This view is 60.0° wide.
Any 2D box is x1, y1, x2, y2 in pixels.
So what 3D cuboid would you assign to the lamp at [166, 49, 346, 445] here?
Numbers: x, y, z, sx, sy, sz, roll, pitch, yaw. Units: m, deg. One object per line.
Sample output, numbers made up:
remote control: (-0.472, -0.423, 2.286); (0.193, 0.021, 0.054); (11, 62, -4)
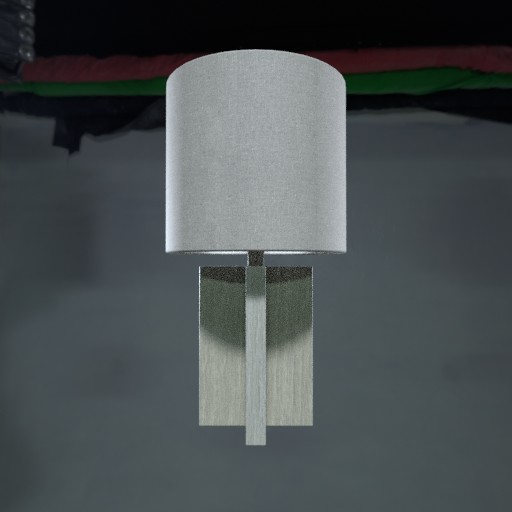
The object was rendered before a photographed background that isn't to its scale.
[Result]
lamp: (0.000, 0.000, 0.572); (0.229, 0.428, 0.229); (0, -1, 0)
